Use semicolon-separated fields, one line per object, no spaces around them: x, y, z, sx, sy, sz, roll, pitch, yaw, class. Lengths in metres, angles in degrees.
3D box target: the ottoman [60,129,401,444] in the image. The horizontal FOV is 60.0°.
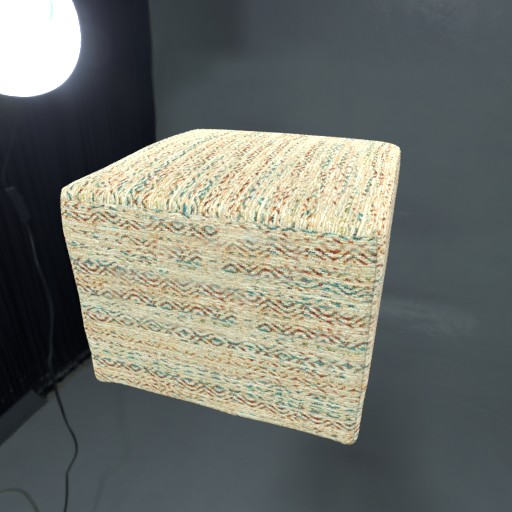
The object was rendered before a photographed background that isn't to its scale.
0.000;0.000;0.928;0.521;0.453;0.512;9;28;16;ottoman
